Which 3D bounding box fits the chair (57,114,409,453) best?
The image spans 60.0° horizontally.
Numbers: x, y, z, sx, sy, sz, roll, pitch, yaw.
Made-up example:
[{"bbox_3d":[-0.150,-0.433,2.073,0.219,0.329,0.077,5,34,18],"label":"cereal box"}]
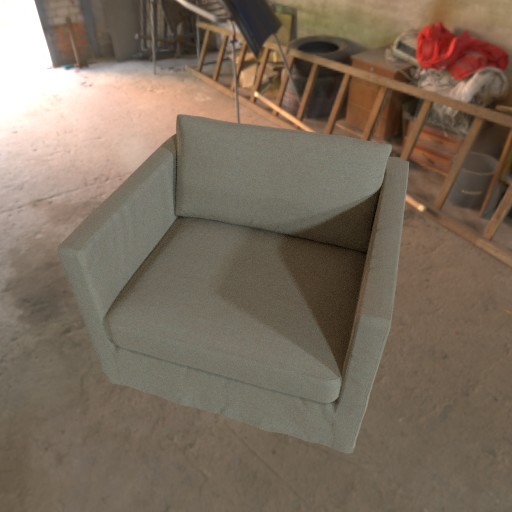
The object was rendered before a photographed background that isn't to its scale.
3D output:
[{"bbox_3d":[0.000,0.000,1.759,1.057,0.863,0.949,12,42,13],"label":"chair"}]
